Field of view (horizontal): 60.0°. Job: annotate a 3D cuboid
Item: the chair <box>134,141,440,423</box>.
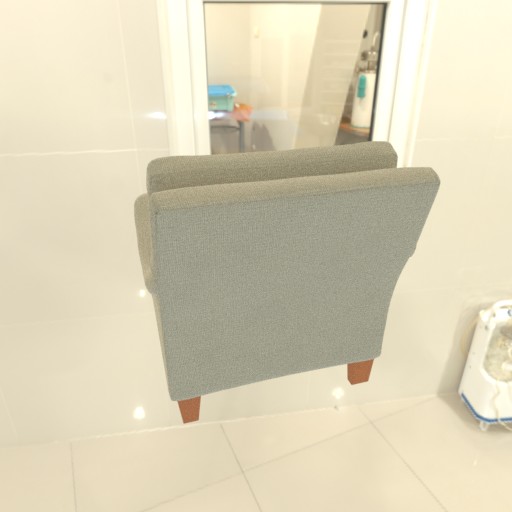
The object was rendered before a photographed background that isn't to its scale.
[{"bbox_3d":[0.000,0.000,1.889,0.955,1.038,1.070,-8,28,-15],"label":"chair"}]
